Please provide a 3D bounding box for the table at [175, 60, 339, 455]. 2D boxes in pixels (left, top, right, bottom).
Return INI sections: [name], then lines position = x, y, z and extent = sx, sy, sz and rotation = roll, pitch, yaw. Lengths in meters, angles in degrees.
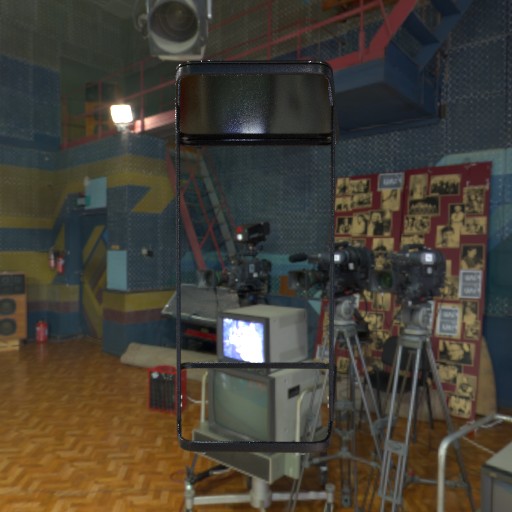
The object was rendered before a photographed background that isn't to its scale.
[table]
position = 0.000, 0.000, 0.950
extent = 0.427, 0.624, 0.500
rotation = 0, 1, 1
